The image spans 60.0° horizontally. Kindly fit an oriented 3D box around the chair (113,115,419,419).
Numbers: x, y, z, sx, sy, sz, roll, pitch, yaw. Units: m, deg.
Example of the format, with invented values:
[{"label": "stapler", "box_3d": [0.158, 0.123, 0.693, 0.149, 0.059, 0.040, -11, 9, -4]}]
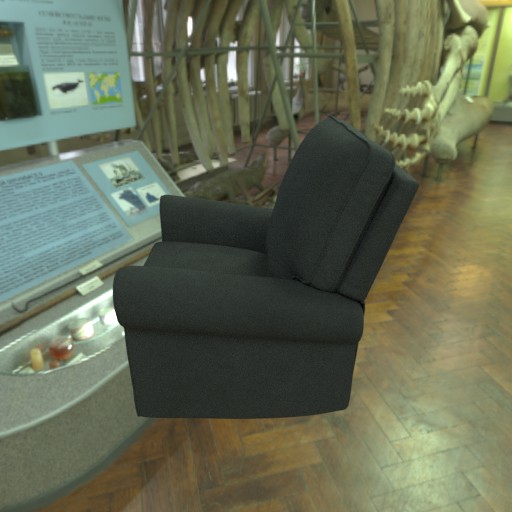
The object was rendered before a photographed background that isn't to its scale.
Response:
[{"label": "chair", "box_3d": [0.000, 0.000, 1.674, 0.878, 0.961, 0.890, 0, 25, -1]}]
